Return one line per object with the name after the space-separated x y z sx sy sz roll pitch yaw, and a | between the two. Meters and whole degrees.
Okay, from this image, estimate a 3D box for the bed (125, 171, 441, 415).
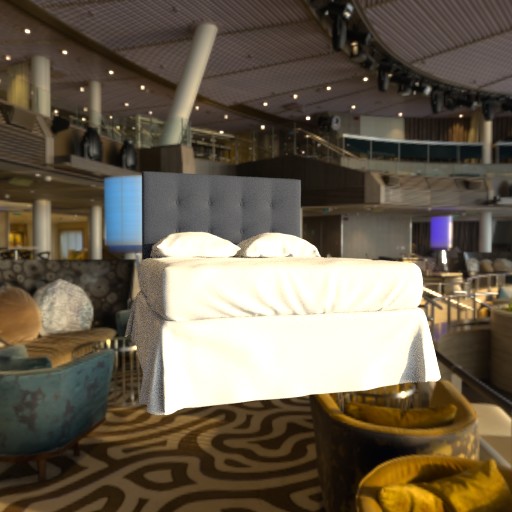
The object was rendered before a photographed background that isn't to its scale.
0.000 0.000 3.508 1.936 1.577 2.222 0 1 -18 | bed
